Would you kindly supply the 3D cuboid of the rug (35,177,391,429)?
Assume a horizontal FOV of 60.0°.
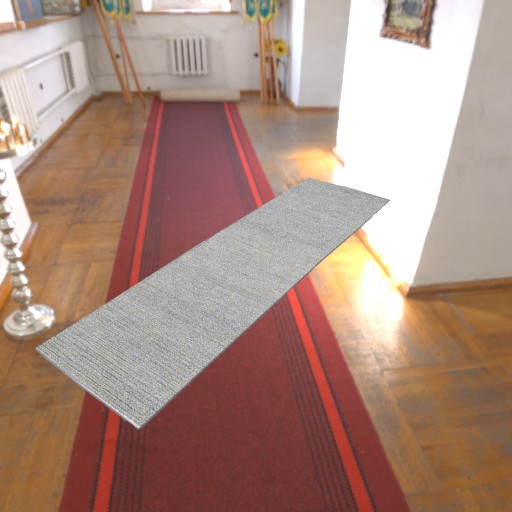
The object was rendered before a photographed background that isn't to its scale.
[{"bbox_3d":[0.000,0.000,2.550,0.675,0.037,2.341,22,39,30],"label":"rug"}]
